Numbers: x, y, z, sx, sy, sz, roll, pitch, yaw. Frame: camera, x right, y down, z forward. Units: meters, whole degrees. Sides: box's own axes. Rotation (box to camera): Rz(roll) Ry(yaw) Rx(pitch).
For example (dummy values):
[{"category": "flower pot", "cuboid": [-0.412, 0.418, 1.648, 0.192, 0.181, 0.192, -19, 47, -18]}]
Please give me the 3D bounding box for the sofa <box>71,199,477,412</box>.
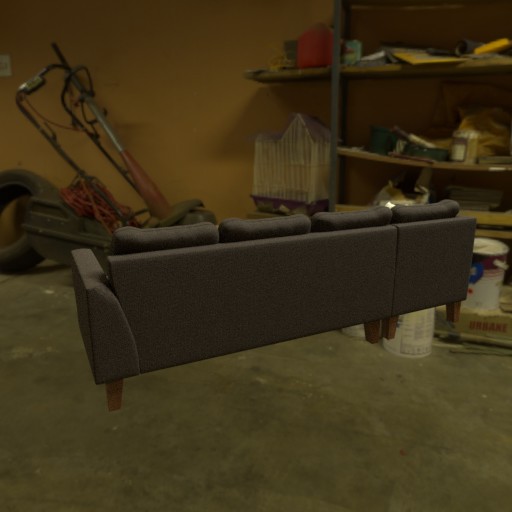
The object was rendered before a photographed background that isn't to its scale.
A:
[{"category": "sofa", "cuboid": [0.000, 0.000, 3.458, 2.679, 0.932, 1.829, -7, 17, -26]}]
